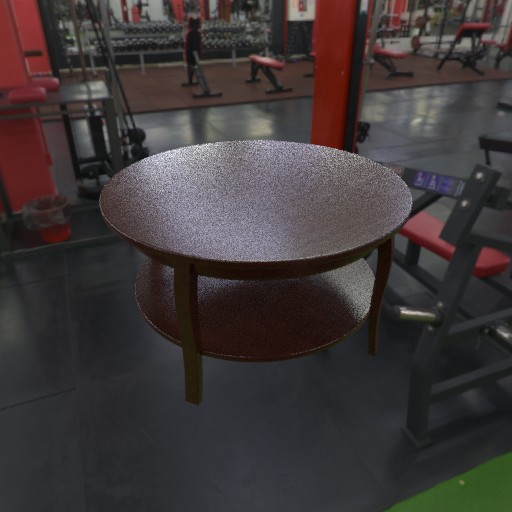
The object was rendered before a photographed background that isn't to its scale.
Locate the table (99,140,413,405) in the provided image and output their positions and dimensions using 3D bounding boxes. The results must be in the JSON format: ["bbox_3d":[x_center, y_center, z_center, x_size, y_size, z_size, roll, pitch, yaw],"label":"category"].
[{"bbox_3d":[0.000,0.000,1.475,0.911,0.512,0.911,0,31,0],"label":"table"}]
